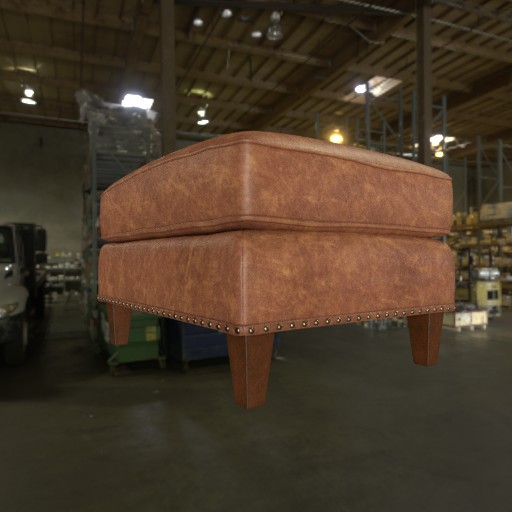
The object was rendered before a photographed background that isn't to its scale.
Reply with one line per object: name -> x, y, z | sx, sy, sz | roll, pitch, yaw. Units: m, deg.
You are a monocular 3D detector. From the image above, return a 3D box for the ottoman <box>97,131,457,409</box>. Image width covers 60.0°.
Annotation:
ottoman -> 0.000, 0.000, 1.113 | 0.586, 0.486, 0.742 | 0, -1, -36
